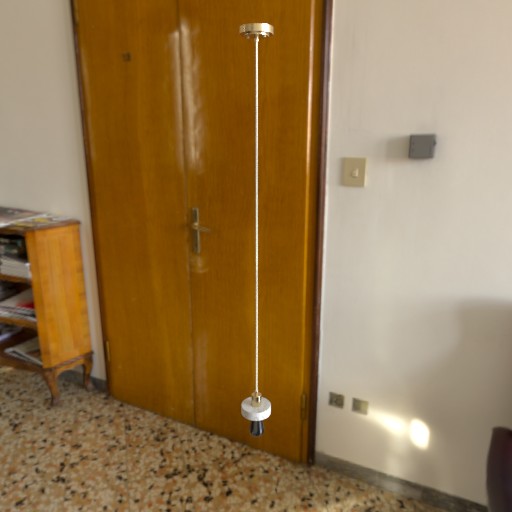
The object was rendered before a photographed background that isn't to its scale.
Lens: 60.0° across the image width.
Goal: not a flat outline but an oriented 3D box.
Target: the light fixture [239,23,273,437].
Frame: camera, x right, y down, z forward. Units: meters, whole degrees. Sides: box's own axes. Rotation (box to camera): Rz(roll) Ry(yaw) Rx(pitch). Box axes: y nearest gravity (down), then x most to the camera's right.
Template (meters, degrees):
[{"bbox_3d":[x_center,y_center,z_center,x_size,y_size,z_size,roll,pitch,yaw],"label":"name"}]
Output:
[{"bbox_3d":[0.000,0.000,1.778,0.129,1.669,0.129,-2,15,-8],"label":"light fixture"}]
